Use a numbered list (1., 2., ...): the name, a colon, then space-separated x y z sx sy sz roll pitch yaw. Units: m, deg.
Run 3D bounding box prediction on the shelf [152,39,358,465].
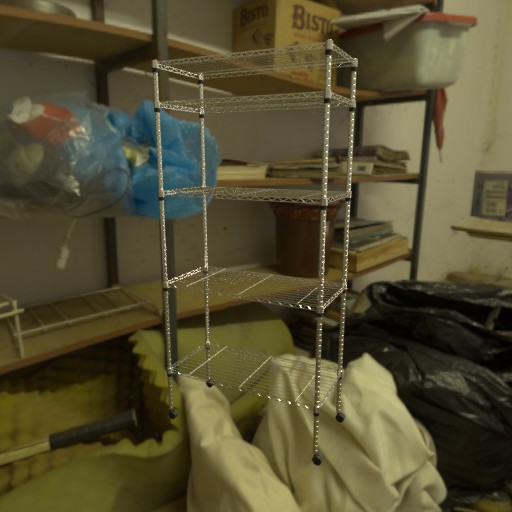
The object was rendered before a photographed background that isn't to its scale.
1. shelf: 0.000 0.000 1.922 0.762 1.587 0.356 6 14 26
